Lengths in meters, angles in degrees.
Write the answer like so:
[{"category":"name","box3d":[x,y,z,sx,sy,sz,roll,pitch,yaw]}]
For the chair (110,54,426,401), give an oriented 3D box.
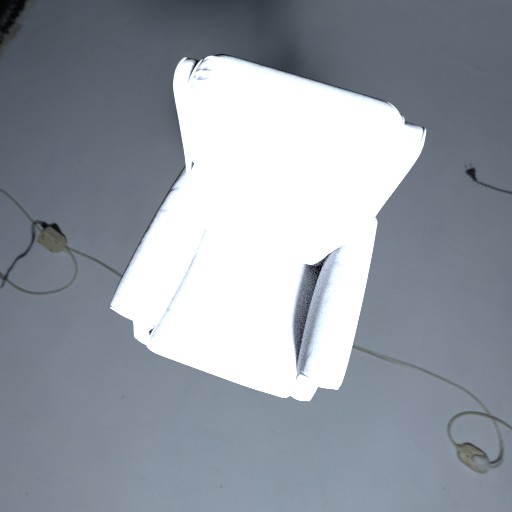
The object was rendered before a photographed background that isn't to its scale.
[{"category":"chair","box3d":[0.000,0.000,1.676,0.859,1.046,0.919,19,75,5]}]
